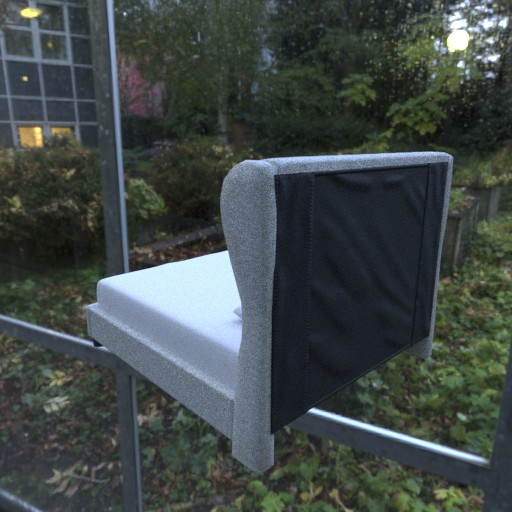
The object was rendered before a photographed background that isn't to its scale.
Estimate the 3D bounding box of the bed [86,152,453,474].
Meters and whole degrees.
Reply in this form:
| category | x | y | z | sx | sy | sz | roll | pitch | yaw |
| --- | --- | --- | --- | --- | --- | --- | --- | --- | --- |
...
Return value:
| category | x | y | z | sx | sy | sz | roll | pitch | yaw |
| --- | --- | --- | --- | --- | --- | --- | --- | --- | --- |
| bed | 0.000 | 0.000 | 3.850 | 2.219 | 1.771 | 2.347 | -14 | 20 | -42 |
